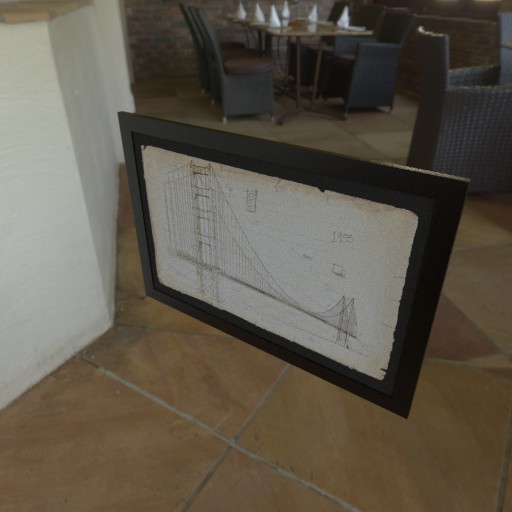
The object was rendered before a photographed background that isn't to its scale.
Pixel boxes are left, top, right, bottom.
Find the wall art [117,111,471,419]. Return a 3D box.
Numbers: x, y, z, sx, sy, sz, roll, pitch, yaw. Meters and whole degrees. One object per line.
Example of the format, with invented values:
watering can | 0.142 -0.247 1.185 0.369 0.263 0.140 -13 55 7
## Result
wall art | 0.000 0.000 0.838 0.660 0.447 0.013 19 36 29
